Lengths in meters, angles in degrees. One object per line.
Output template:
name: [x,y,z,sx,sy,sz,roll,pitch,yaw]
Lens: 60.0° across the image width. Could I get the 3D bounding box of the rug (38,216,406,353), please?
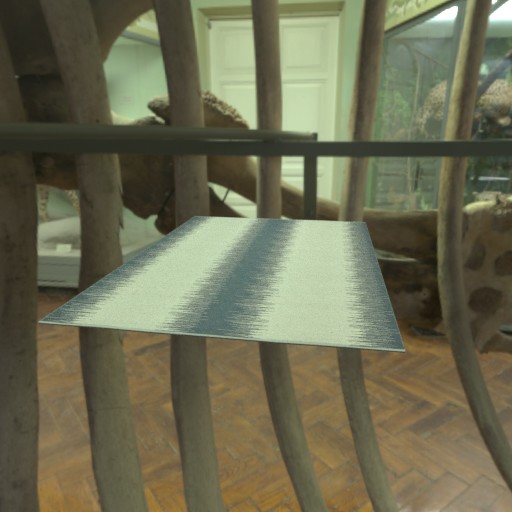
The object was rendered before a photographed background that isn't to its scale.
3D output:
rug: [0.000,0.000,2.312,1.234,0.006,1.854,3,17,9]
